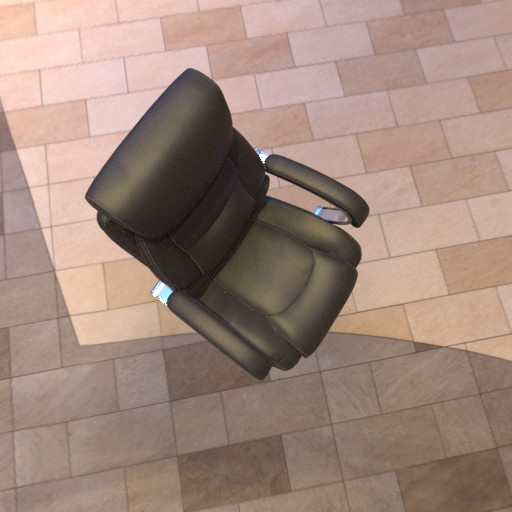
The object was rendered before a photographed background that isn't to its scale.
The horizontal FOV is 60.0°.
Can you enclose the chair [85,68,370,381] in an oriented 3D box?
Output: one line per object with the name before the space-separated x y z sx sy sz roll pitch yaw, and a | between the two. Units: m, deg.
chair | 0.000 0.000 1.702 0.790 1.183 0.755 32 78 8
